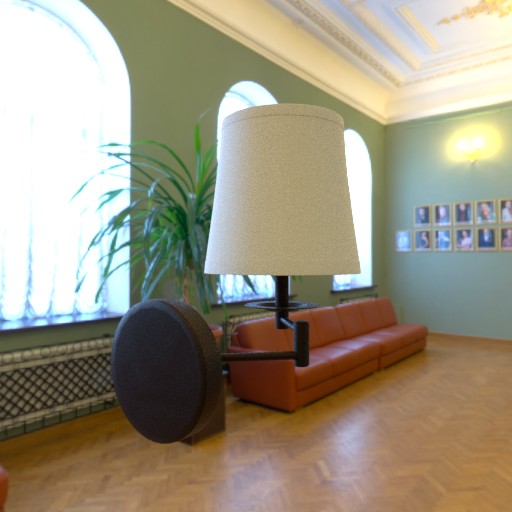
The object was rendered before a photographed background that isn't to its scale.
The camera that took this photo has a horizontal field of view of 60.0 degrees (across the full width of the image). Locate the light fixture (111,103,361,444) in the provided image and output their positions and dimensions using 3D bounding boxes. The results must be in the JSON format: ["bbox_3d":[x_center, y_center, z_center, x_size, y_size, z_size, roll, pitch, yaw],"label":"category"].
[{"bbox_3d":[0.000,0.000,0.266,0.100,0.172,0.157,0,-1,37],"label":"light fixture"}]
